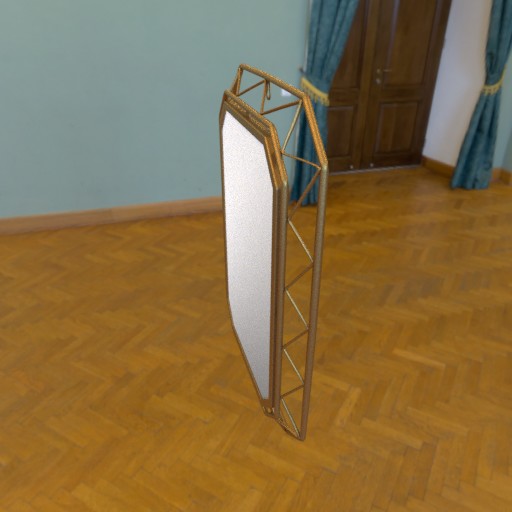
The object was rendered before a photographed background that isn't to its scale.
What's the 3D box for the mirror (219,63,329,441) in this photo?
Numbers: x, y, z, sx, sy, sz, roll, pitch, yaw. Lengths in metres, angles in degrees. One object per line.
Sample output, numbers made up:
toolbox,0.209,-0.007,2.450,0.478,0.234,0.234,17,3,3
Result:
mirror,0.000,0.000,0.737,0.042,0.566,0.417,-8,31,-14
